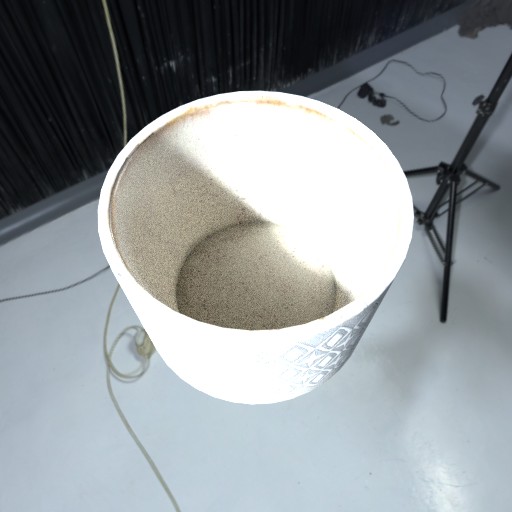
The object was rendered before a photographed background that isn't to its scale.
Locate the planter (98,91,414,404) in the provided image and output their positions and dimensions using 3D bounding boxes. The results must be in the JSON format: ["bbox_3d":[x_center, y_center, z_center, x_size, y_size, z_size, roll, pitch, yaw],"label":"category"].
[{"bbox_3d":[0.000,0.000,0.326,0.186,0.144,0.186,0,59,0],"label":"planter"}]
